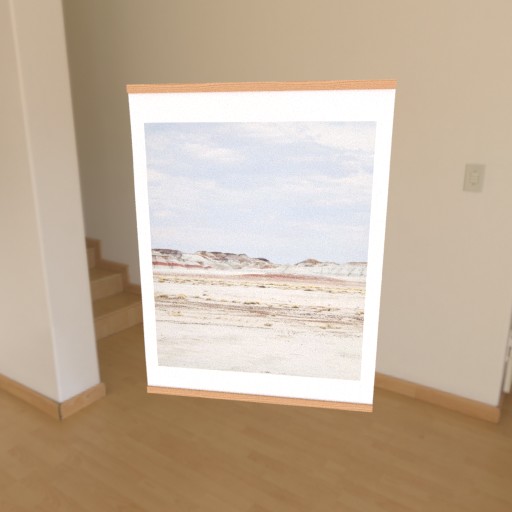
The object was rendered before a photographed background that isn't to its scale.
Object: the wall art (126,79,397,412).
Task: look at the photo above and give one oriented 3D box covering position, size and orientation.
[{"bbox_3d":[0.000,0.000,0.825,0.458,0.605,0.011,2,15,8],"label":"wall art"}]
